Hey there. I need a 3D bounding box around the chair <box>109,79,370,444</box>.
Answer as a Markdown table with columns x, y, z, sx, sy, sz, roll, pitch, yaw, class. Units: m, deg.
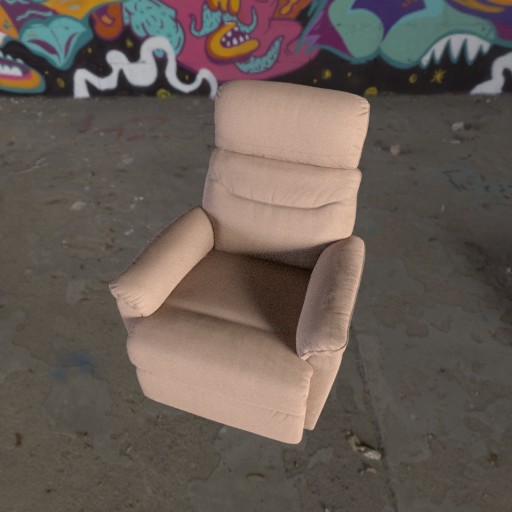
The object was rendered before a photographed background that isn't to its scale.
| x | y | z | sx | sy | sz | roll | pitch | yaw | class |
| --- | --- | --- | --- | --- | --- | --- | --- | --- | --- |
| 0.000 | 0.000 | 1.722 | 0.820 | 1.037 | 1.004 | 12 | 42 | 14 | chair |
